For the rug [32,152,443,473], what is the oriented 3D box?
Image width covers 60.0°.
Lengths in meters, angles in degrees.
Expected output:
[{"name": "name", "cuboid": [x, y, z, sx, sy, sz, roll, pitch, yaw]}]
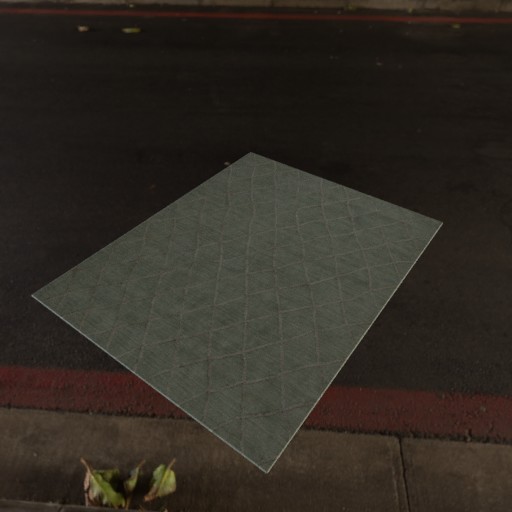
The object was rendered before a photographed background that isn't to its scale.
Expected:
[{"name": "rug", "cuboid": [0.000, 0.000, 4.077, 2.420, 0.019, 3.039, 26, 48, 26]}]
